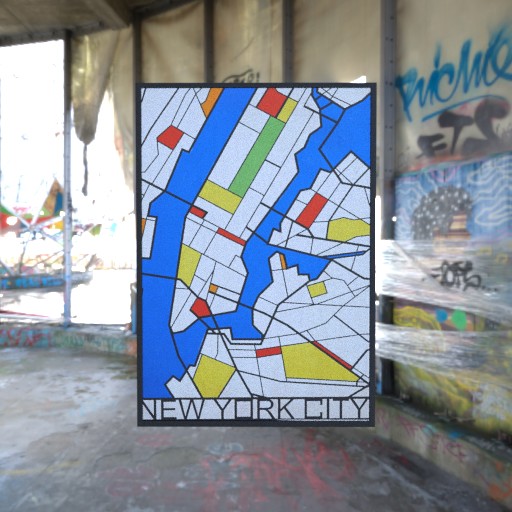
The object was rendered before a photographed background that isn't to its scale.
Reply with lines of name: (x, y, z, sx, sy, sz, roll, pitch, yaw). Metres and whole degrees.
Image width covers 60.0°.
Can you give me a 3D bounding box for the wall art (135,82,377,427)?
wall art: (0.000, 0.000, 0.856, 0.460, 0.660, 0.013, 0, 1, 0)
